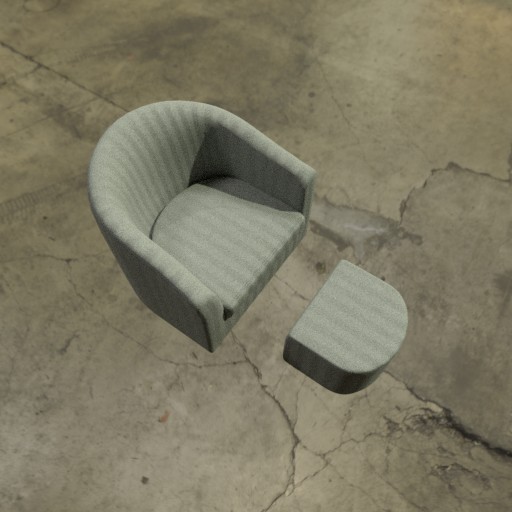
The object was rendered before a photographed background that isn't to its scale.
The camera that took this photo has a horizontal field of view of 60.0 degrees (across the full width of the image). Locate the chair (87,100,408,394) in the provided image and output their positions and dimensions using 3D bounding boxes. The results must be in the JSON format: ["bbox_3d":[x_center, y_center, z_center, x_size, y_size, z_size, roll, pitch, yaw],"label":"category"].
[{"bbox_3d":[0.000,0.000,1.777,1.288,0.757,0.756,31,63,18],"label":"chair"}]
